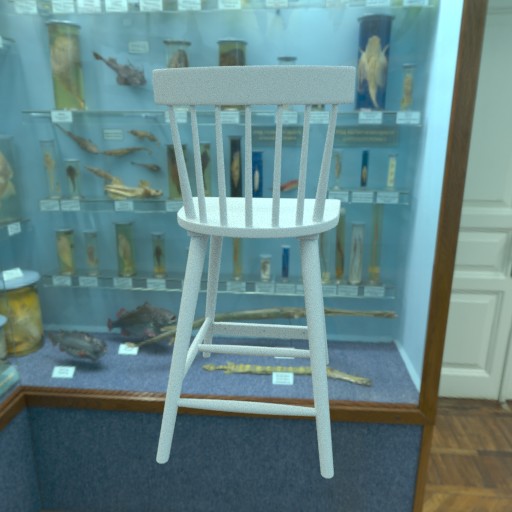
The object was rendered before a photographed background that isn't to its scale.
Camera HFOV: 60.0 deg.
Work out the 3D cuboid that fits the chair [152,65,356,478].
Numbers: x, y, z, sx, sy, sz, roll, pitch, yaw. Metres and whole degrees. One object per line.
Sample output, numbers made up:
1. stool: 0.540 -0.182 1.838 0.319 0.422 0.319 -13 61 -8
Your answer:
1. chair: 0.000 0.000 1.239 0.483 0.952 0.572 2 16 7
